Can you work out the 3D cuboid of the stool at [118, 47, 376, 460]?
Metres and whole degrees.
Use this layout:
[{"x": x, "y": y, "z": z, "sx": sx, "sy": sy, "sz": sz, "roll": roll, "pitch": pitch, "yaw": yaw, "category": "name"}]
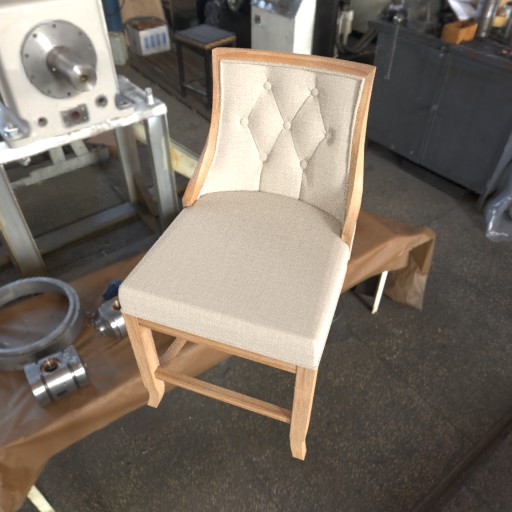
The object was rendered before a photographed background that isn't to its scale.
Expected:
[{"x": 0.000, "y": 0.000, "z": 1.277, "sx": 0.524, "sy": 0.938, "sz": 0.626, "roll": 14, "pitch": 44, "yaw": 15, "category": "stool"}]
